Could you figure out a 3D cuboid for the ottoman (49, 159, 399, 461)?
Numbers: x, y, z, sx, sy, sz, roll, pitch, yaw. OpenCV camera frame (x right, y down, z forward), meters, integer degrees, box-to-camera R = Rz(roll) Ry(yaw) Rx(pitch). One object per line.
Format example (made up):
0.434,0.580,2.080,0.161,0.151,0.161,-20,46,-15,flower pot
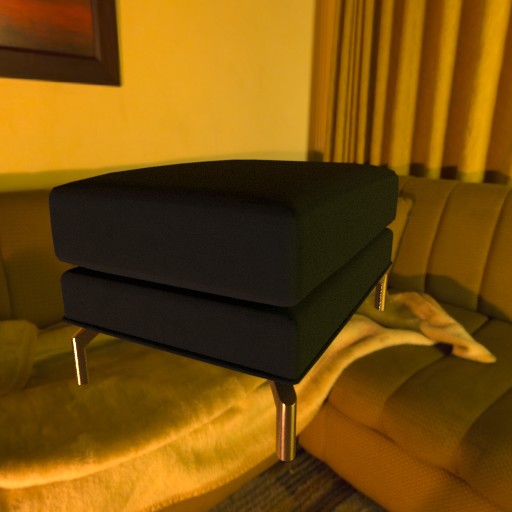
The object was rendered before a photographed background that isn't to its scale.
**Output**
0.000,0.000,1.202,0.587,0.498,0.835,8,18,26,ottoman
